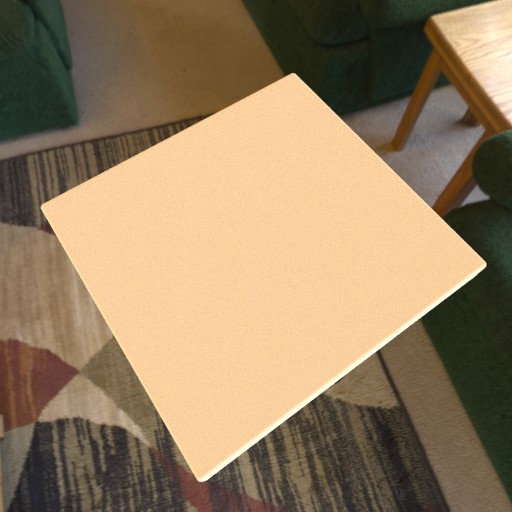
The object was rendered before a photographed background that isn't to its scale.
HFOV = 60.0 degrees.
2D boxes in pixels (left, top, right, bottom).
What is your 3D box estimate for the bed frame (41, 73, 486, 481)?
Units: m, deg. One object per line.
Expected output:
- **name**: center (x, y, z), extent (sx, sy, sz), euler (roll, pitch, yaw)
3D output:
- **bed frame**: center (0.000, 0.000, 3.061), extent (2.079, 0.659, 1.963), euler (-32, 69, -14)
